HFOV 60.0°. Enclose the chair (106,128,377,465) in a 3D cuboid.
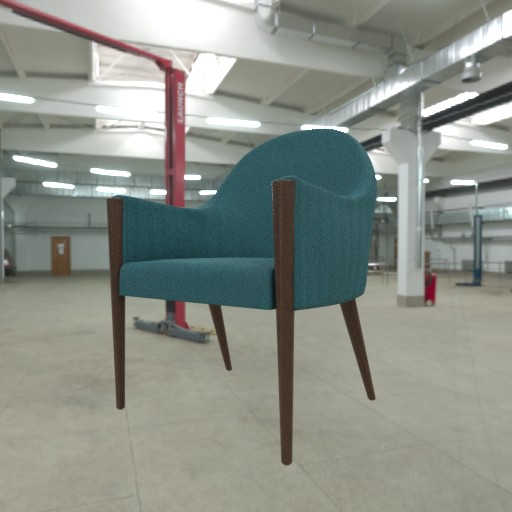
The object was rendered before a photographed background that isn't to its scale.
[{"bbox_3d":[0.000,0.000,1.374,0.656,0.907,0.652,1,1,36],"label":"chair"}]
